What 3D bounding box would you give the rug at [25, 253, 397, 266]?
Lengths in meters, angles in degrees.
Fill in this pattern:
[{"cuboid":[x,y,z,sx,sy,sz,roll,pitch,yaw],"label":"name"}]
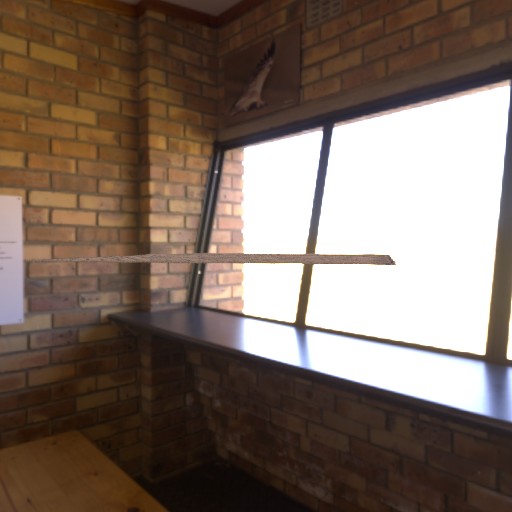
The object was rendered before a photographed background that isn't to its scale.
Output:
[{"cuboid":[0.000,0.000,3.341,1.964,0.025,2.455,0,1,16],"label":"rug"}]
